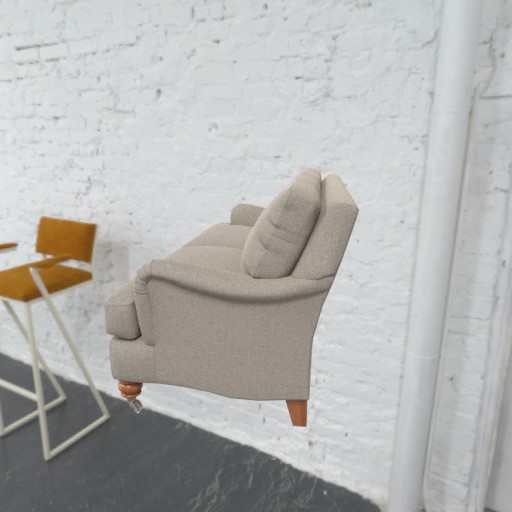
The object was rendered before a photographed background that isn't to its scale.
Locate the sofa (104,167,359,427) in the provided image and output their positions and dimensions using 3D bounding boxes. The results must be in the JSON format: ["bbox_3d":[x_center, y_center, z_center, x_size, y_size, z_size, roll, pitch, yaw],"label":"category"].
[{"bbox_3d":[0.000,0.000,2.837,1.087,1.054,2.160,2,14,8],"label":"sofa"}]
